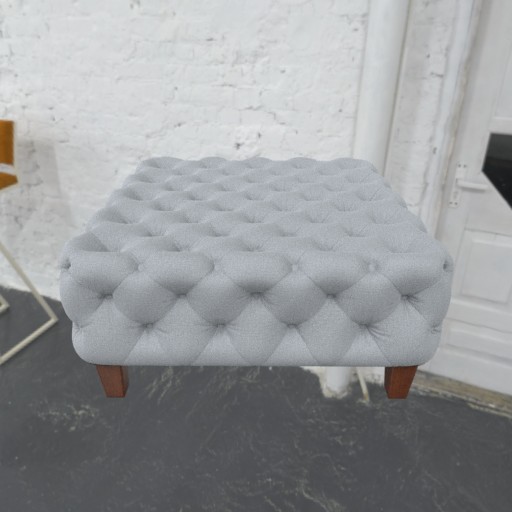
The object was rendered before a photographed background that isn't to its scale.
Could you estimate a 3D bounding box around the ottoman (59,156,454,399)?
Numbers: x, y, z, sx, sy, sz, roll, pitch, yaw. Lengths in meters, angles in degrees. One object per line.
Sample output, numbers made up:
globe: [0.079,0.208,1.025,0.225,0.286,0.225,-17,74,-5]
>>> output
ottoman: [0.000,0.000,1.180,0.764,0.365,0.758,0,27,0]
